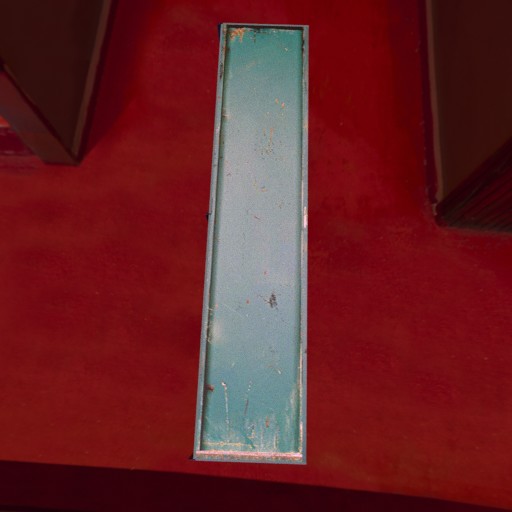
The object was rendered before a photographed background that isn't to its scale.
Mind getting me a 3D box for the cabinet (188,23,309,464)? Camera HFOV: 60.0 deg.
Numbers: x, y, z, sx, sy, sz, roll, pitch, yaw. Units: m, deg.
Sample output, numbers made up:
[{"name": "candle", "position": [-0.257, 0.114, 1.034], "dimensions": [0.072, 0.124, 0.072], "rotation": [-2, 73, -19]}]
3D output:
[{"name": "cabinet", "position": [0.000, 0.000, 3.963], "dimensions": [0.680, 2.160, 3.001], "rotation": [2, 76, 0]}]
